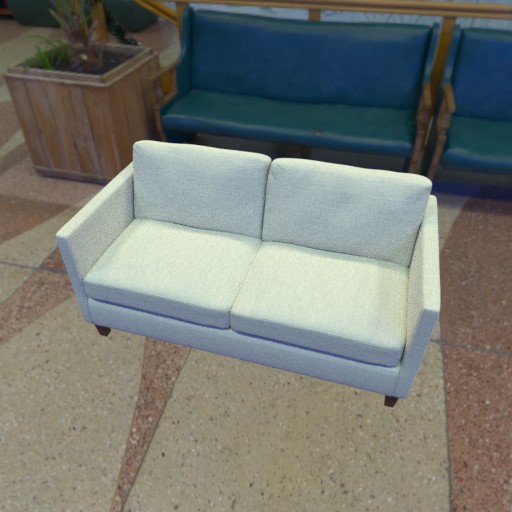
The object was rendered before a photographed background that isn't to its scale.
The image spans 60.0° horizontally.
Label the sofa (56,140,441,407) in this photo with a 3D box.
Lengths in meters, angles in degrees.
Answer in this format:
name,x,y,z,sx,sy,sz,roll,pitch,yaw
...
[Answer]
name,x,y,z,sx,sy,sz,roll,pitch,yaw
sofa,0.000,0.000,2.494,1.838,0.963,0.950,11,41,13
